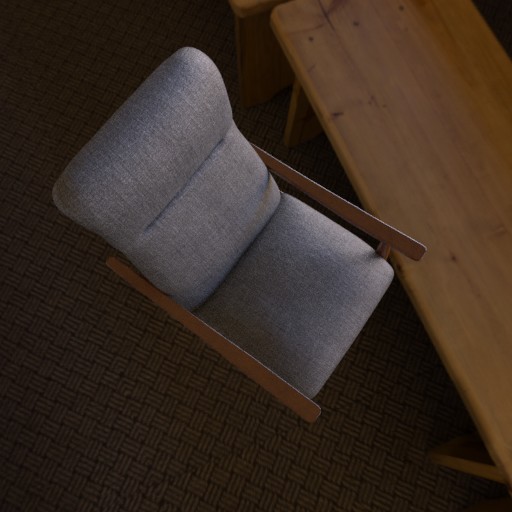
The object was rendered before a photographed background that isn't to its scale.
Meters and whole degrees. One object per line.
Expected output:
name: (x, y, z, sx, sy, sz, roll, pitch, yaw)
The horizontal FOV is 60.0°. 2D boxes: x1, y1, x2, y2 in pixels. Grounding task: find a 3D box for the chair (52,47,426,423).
chair: (0.000, 0.000, 1.727, 1.030, 1.082, 0.762, 35, 78, 9)
